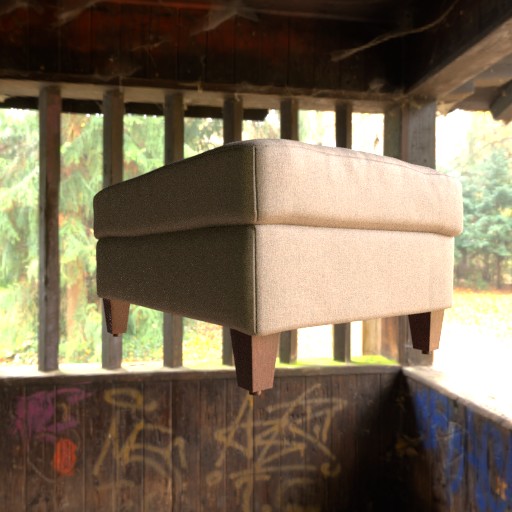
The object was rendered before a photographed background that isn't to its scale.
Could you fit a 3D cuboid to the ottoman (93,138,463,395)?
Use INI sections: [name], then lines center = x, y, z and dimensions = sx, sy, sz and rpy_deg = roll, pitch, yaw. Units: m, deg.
[ottoman]
center = 0.000, 0.000, 1.285
dimensions = 0.692, 0.511, 0.902
rpy_deg = 0, 0, -37
